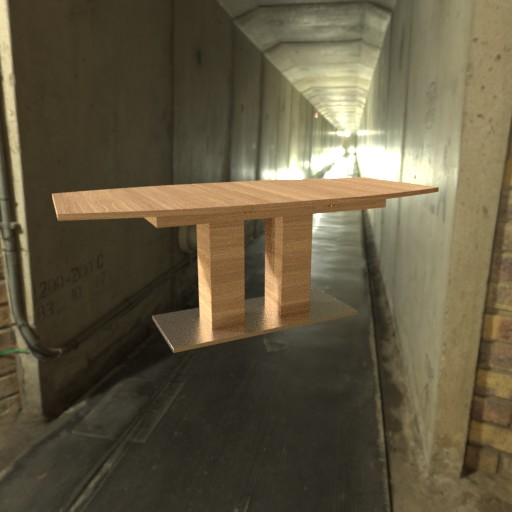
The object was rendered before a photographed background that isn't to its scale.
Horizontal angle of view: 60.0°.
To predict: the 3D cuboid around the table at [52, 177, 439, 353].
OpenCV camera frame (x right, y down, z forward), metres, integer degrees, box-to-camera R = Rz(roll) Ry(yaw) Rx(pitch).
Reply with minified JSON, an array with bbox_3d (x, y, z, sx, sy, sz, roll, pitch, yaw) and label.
[{"bbox_3d":[0.000,0.000,2.538,2.032,0.750,0.900,-7,17,-25],"label":"table"}]
